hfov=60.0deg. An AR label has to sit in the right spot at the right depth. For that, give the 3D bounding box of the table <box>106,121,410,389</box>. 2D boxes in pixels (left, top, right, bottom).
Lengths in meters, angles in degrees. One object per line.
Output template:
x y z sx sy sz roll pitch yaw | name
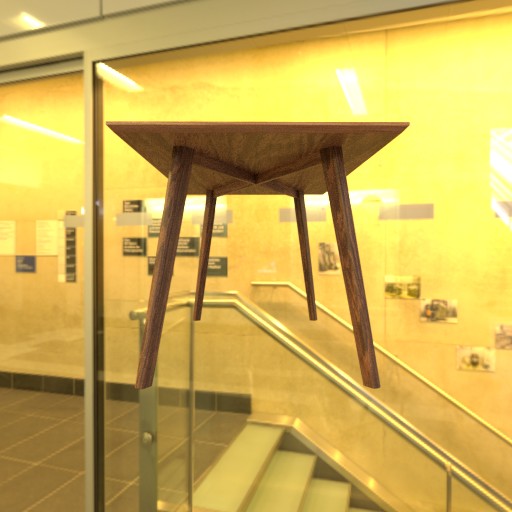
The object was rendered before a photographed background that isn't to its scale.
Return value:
0.000 0.000 1.844 0.801 0.724 1.349 0 1 -1 | table
